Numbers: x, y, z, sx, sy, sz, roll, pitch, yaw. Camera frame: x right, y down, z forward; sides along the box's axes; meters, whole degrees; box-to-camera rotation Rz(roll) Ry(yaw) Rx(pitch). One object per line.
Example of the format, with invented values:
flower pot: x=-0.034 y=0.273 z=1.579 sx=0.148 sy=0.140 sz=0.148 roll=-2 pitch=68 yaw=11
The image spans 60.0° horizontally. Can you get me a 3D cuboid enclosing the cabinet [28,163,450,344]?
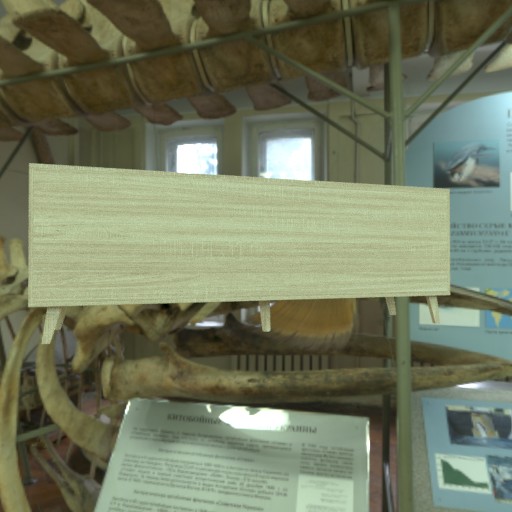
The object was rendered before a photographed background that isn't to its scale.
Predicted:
cabinet: x=0.000 y=0.000 z=2.465 sx=2.200 sy=0.780 sz=0.500 roll=0 pitch=-1 yaw=-18
